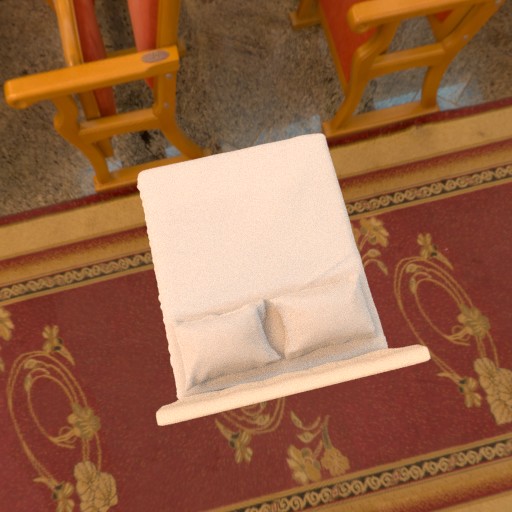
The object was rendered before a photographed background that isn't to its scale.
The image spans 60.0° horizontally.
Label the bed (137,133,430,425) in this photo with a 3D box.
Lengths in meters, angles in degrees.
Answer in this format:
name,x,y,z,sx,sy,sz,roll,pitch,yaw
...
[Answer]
name,x,y,z,sx,sy,sz,roll,pitch,yaw
bed,0.000,0.000,3.530,1.936,1.577,2.222,-13,76,-3
